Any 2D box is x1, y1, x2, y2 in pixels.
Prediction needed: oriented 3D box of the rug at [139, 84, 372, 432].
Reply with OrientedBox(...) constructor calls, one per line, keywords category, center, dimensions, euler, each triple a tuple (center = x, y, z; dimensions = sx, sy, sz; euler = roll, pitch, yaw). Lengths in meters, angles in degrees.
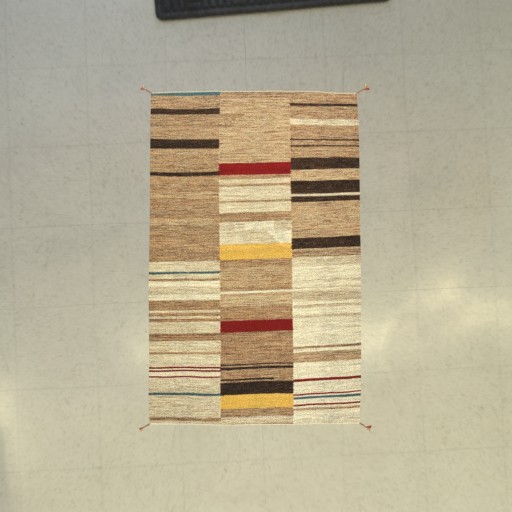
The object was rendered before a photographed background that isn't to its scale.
OrientedBox(category="rug", center=(0.000, 0.000, 2.417), dimensions=(1.268, 0.007, 1.918), euler=(0, 88, -1))
